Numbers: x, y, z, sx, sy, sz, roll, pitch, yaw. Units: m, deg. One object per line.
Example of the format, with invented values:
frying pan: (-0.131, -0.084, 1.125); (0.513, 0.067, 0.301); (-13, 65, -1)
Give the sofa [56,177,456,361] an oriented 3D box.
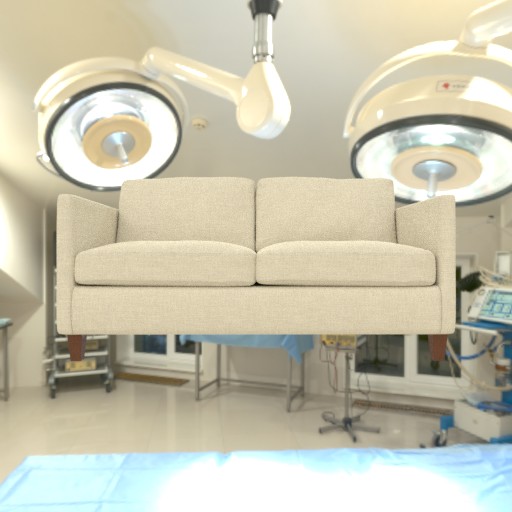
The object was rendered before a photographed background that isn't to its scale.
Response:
sofa: (0.000, 0.000, 2.462); (1.838, 0.963, 0.950); (0, 0, 0)
